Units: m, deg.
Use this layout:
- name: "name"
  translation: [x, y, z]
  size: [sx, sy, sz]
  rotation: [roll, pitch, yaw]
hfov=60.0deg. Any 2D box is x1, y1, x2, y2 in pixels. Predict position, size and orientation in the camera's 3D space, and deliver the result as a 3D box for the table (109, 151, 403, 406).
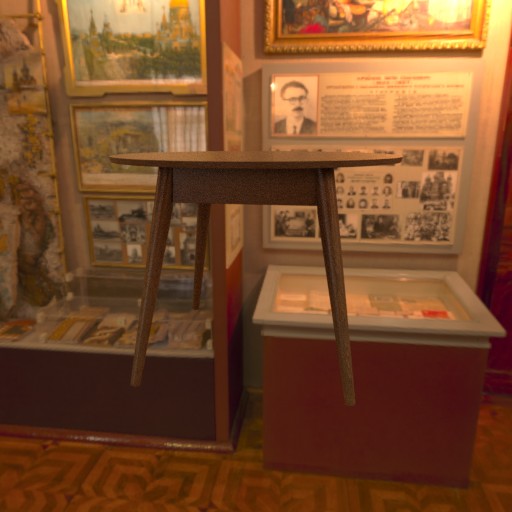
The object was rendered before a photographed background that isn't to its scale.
- name: "table"
  translation: [0.000, 0.000, 1.763]
  size: [1.053, 0.786, 1.053]
  rotation: [0, 15, 0]
